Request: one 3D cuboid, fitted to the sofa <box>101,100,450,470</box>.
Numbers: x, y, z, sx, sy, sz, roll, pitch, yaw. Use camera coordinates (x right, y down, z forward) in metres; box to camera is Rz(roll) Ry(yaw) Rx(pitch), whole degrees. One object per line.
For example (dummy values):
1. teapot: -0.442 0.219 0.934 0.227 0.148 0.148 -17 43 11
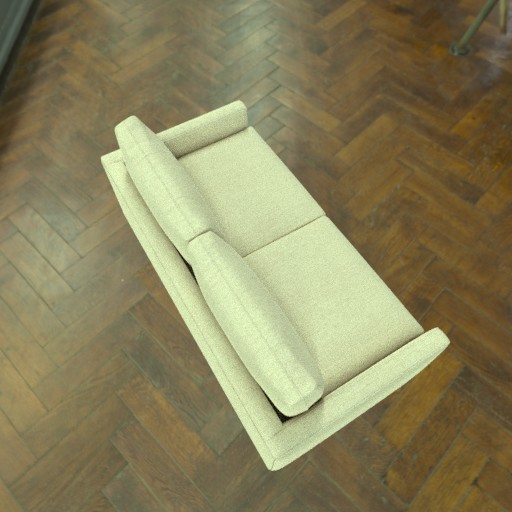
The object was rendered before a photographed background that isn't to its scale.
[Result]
1. sofa: 0.000 0.000 2.101 0.839 0.812 1.651 -28 63 -15
